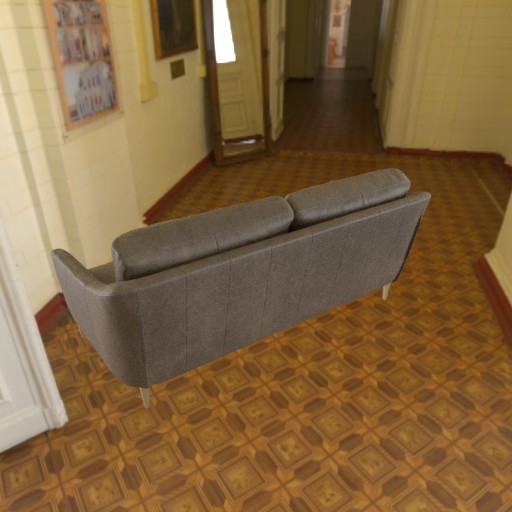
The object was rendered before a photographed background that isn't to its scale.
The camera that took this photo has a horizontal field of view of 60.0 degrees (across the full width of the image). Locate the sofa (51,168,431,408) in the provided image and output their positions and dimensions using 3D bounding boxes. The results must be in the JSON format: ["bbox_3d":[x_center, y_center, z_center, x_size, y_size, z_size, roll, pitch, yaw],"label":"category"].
[{"bbox_3d":[0.000,0.000,2.586,2.036,0.902,0.960,-18,34,-29],"label":"sofa"}]
